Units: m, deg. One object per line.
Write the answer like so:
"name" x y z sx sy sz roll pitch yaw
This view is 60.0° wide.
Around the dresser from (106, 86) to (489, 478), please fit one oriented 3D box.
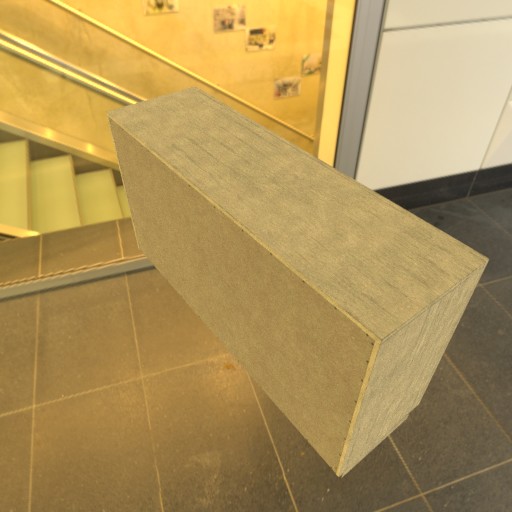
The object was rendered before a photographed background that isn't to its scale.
"dresser" 0.000 0.000 1.970 0.483 0.889 1.628 -28 49 -27
